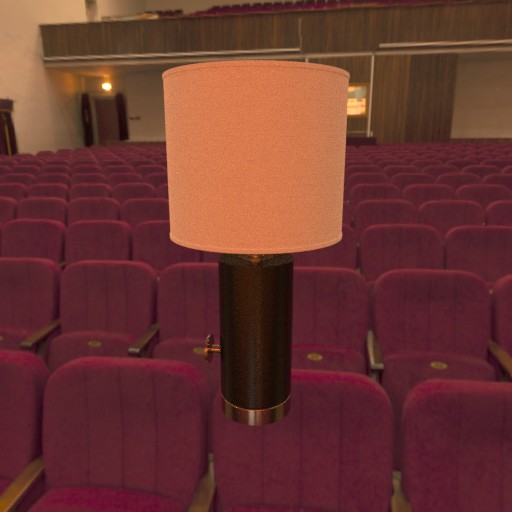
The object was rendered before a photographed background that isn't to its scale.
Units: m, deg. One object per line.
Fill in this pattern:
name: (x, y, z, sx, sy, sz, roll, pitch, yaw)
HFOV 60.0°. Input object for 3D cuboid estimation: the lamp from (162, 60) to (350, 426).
lamp: (0.000, 0.000, 0.639, 0.240, 0.482, 0.241, 2, 14, 9)
